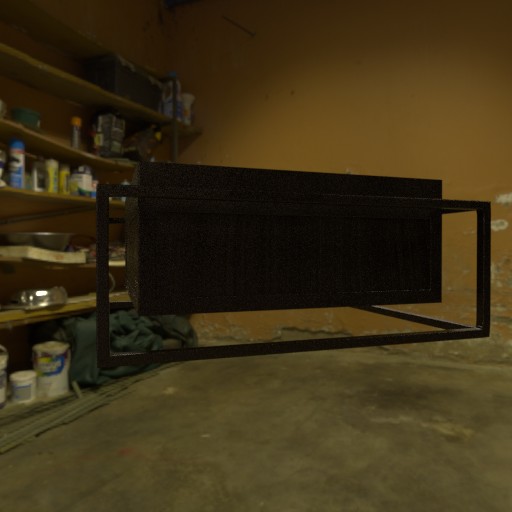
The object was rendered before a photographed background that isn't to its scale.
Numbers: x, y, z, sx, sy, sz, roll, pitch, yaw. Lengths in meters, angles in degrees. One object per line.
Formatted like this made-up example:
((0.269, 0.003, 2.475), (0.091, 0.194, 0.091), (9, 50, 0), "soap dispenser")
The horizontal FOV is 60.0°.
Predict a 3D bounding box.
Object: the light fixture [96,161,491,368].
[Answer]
((0.000, 0.000, 0.666), (0.441, 0.191, 0.441), (0, 1, -18), "light fixture")
